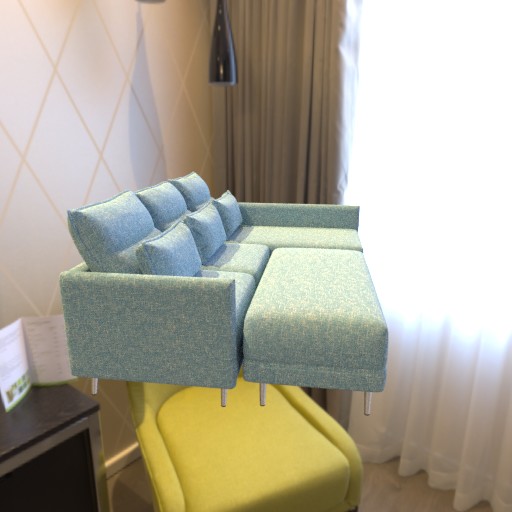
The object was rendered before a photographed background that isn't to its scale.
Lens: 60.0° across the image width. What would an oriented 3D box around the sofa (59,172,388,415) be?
[{"bbox_3d":[0.000,0.000,2.802,1.420,0.899,2.034,2,16,8],"label":"sofa"}]
